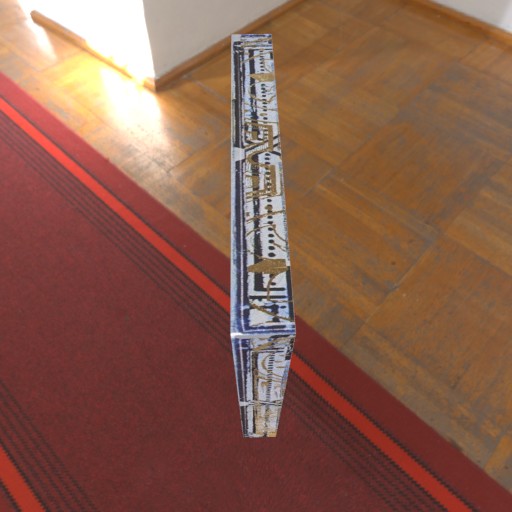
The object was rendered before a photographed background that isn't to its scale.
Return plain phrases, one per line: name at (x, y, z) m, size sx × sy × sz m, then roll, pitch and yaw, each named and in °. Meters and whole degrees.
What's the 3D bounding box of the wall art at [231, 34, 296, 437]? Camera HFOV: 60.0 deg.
wall art at (0.000, 0.000, 0.465) m, size 0.038 × 0.306 × 0.302 m, roll -1°, pitch 57°, yaw -1°
